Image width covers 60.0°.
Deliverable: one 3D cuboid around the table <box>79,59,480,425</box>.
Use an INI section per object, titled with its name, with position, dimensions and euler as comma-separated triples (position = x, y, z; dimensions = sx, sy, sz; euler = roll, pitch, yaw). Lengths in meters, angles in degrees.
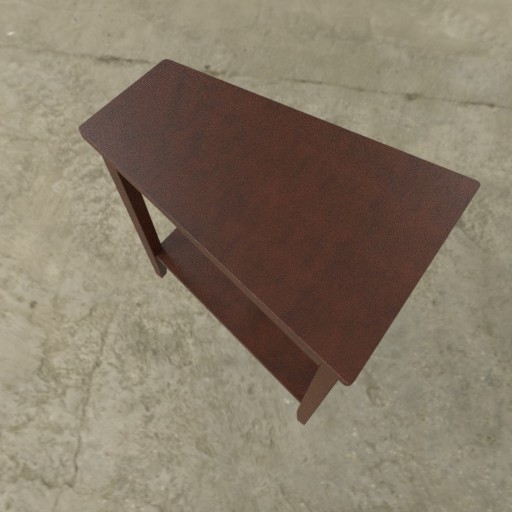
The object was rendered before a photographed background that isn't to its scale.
[table]
position = 0.000, 0.000, 0.979
dimensions = 0.605, 0.589, 0.399
euler = 34, 67, 16
